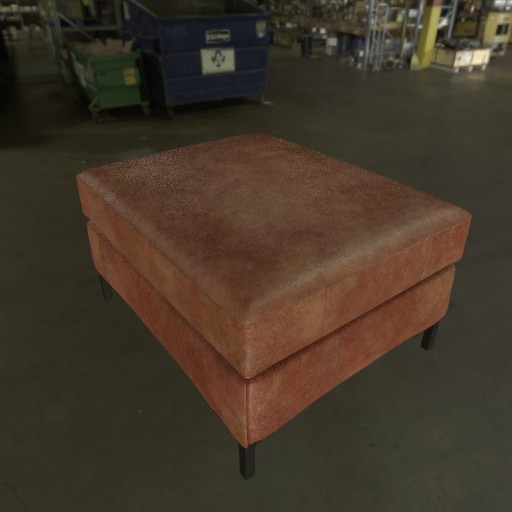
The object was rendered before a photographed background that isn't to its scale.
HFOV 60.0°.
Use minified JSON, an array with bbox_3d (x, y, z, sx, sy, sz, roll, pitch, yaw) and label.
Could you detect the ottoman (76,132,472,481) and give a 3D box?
[{"bbox_3d":[0.000,0.000,1.765,0.965,0.667,1.186,-22,38,-31],"label":"ottoman"}]
